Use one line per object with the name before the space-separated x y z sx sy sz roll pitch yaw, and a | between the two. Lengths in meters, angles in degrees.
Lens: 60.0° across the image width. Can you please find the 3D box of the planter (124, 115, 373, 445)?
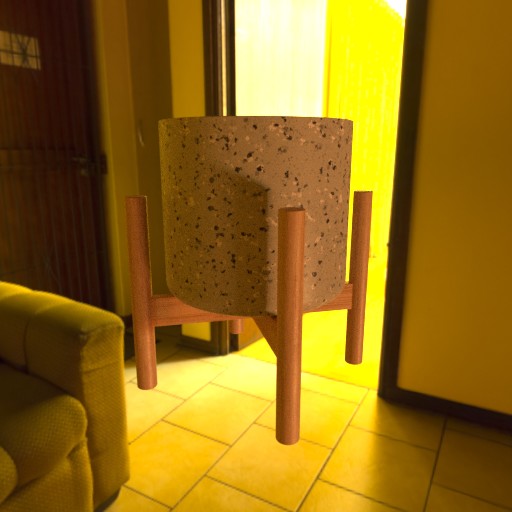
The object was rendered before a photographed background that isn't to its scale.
planter | 0.000 0.000 0.553 0.284 0.320 0.284 2 14 9
